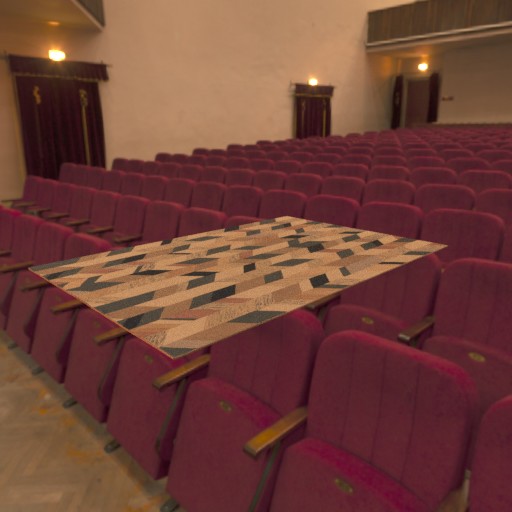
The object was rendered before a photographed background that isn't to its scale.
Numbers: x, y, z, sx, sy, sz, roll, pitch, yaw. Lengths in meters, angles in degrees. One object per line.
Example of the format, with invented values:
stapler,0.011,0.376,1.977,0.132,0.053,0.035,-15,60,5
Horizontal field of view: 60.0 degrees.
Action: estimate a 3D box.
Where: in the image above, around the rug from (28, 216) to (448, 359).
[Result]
rug,0.000,0.000,2.265,1.813,0.006,1.202,-15,22,-42
